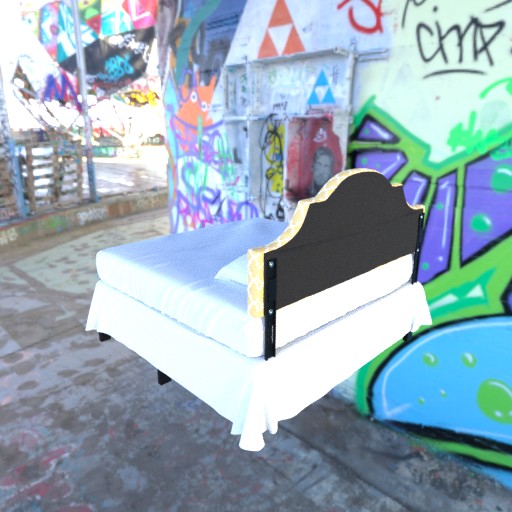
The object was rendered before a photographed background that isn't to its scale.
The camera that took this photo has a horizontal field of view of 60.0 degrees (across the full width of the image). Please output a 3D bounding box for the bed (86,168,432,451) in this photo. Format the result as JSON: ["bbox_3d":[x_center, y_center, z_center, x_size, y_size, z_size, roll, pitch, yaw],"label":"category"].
[{"bbox_3d":[0.000,0.000,3.780,2.314,1.601,2.222,-16,23,-42],"label":"bed"}]
